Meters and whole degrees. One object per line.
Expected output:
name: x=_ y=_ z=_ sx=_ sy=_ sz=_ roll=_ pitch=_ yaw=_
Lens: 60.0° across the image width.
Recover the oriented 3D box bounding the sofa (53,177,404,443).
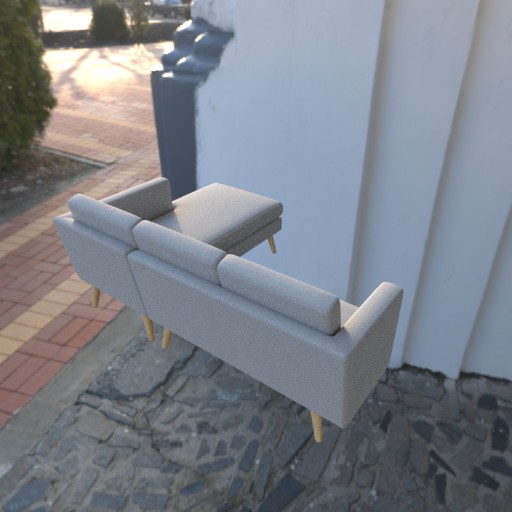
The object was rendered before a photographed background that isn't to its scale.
sofa: x=0.000 y=0.000 z=2.873 sx=2.040 sy=0.860 sz=1.530 roll=21 pitch=37 yaw=31
